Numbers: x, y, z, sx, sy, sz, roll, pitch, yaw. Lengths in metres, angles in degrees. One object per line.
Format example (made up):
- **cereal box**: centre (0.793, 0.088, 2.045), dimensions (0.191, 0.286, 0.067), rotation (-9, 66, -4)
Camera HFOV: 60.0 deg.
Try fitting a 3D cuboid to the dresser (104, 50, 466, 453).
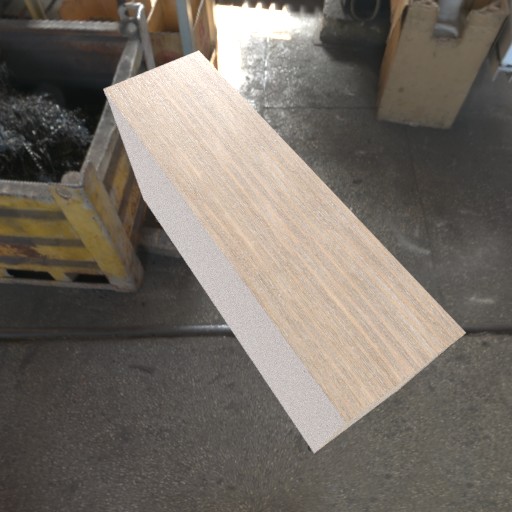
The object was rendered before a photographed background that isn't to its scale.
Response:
- **dresser**: centre (0.000, 0.000, 1.917), dimensions (0.457, 0.914, 1.524), rotation (-30, 64, -16)
